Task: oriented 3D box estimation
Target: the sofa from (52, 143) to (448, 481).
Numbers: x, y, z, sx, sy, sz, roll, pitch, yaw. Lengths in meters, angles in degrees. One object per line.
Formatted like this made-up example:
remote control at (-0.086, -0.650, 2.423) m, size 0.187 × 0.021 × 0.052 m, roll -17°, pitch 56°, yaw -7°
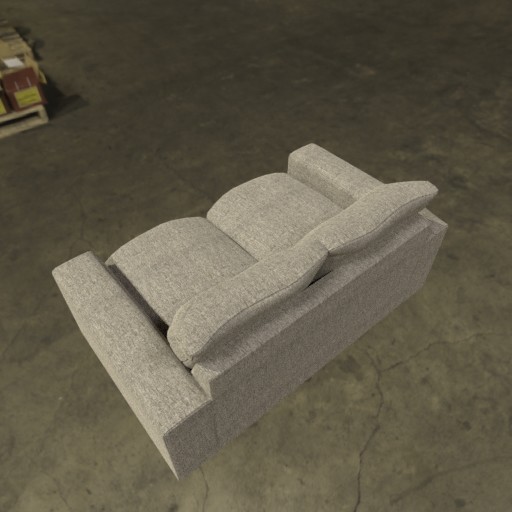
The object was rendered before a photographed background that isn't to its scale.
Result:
sofa at (0.000, 0.000, 2.317) m, size 1.758 × 0.877 × 1.094 m, roll -31°, pitch 54°, yaw -26°
